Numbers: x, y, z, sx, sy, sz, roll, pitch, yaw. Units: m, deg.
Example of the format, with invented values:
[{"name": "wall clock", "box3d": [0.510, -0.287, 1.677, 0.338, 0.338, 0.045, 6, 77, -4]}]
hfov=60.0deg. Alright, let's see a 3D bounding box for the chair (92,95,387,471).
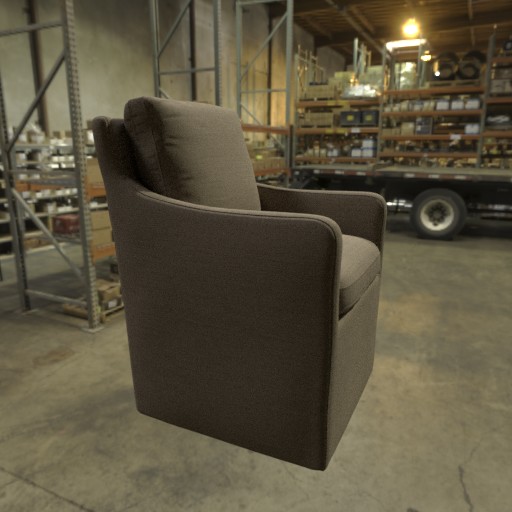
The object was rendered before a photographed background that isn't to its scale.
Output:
[{"name": "chair", "box3d": [0.000, 0.000, 1.364, 0.694, 0.914, 0.626, 7, 15, 25]}]
